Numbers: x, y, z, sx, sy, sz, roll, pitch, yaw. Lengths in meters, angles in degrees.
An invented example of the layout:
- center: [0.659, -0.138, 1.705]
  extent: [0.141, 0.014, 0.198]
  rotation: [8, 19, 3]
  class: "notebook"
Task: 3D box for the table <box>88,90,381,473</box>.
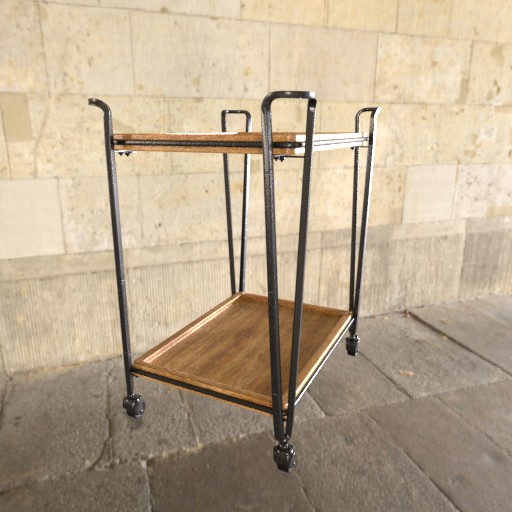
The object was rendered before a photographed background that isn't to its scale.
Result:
- center: [0.000, 0.000, 1.207]
  extent: [0.505, 0.785, 0.672]
  rotation: [8, 18, 25]
  class: "table"
